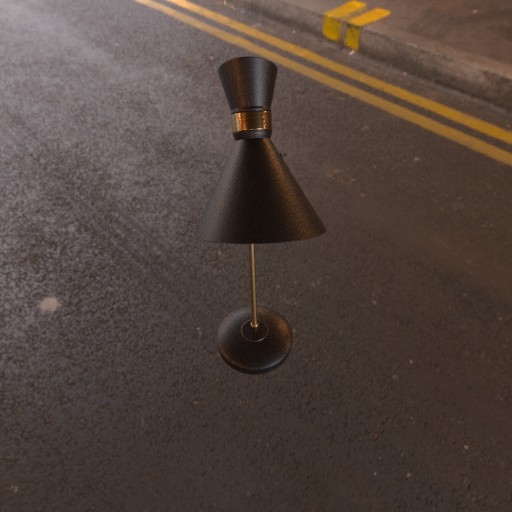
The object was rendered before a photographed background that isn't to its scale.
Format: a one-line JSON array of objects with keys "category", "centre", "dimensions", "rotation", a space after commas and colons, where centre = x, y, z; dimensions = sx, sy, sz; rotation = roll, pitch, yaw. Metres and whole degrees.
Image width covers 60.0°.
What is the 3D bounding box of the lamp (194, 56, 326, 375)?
[{"category": "lamp", "centre": [0.000, 0.000, 0.775], "dimensions": [0.189, 0.647, 0.292], "rotation": [-4, 47, -3]}]
